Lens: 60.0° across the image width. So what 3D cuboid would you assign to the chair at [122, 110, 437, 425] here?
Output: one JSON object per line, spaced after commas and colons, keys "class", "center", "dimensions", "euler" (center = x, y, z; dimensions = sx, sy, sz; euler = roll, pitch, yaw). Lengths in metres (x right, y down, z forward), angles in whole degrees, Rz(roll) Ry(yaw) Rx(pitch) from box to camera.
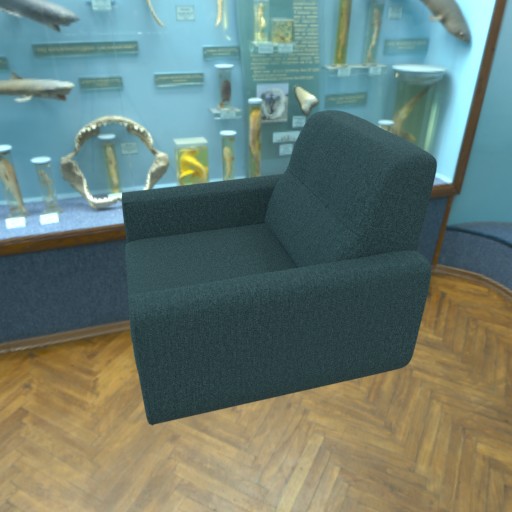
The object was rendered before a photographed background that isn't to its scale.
{"class": "chair", "center": [0.000, 0.000, 1.688], "dimensions": [0.964, 0.940, 0.880], "euler": [-8, 32, -14]}
